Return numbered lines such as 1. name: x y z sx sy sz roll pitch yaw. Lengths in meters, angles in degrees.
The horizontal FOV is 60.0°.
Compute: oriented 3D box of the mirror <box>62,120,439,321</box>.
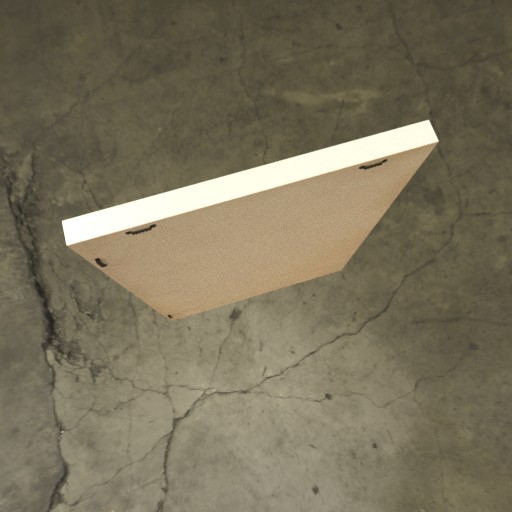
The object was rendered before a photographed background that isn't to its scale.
1. mirror: 0.000 0.000 0.922 0.507 0.710 0.040 -16 75 -5
